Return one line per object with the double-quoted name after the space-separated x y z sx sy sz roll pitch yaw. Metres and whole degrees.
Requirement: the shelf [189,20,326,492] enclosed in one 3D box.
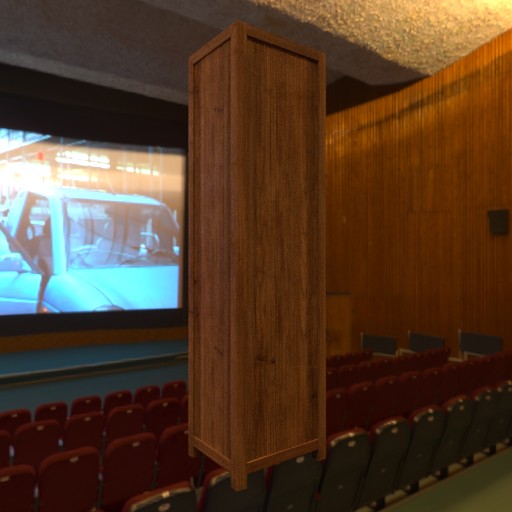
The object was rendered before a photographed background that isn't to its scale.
0.000 0.000 2.104 0.500 1.900 0.428 0 0 -36 "shelf"
